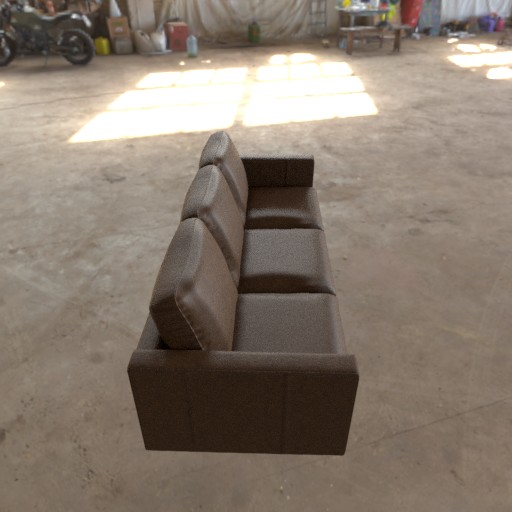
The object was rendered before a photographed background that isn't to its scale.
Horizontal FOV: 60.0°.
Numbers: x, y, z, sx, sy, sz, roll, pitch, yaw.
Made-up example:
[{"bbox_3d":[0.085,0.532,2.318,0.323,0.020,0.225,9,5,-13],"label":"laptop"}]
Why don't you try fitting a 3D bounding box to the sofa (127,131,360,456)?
[{"bbox_3d":[0.000,0.000,2.691,0.903,0.930,2.231,1,34,1],"label":"sofa"}]
